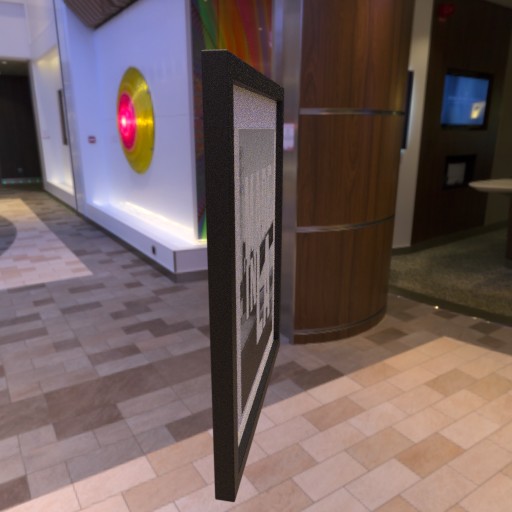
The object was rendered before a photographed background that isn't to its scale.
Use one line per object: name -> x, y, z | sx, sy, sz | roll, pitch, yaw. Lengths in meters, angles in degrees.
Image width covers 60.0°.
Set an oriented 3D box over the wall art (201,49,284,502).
wall art -> 0.000, 0.000, 0.735 | 0.028, 0.559, 0.457 | 3, 16, 10
